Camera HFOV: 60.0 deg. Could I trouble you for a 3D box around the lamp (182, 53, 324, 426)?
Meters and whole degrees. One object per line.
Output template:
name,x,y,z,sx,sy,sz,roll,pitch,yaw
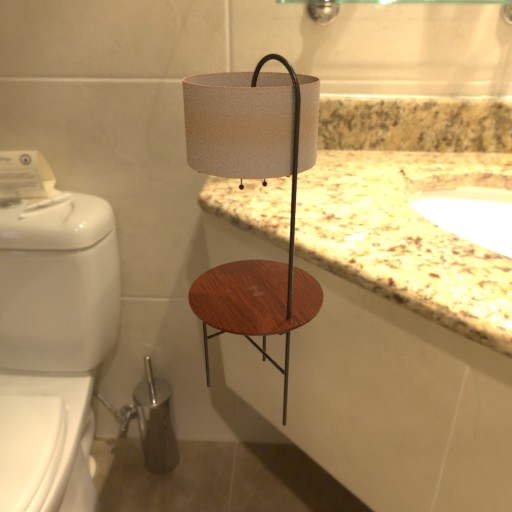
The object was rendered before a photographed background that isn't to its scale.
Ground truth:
lamp,0.000,0.000,1.812,0.573,1.517,0.573,0,28,0
